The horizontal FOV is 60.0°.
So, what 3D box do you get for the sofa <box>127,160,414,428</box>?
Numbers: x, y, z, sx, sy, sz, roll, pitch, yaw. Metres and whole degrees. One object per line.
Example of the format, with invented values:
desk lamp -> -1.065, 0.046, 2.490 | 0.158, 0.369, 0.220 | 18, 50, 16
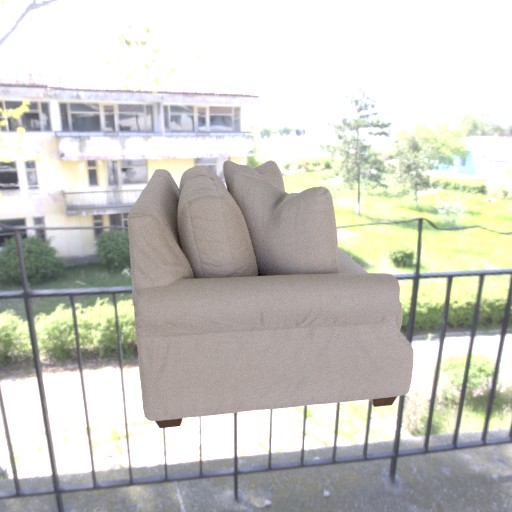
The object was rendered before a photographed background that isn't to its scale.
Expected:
sofa -> 0.000, 0.000, 2.247 | 1.070, 0.905, 1.550 | -3, 17, -8
